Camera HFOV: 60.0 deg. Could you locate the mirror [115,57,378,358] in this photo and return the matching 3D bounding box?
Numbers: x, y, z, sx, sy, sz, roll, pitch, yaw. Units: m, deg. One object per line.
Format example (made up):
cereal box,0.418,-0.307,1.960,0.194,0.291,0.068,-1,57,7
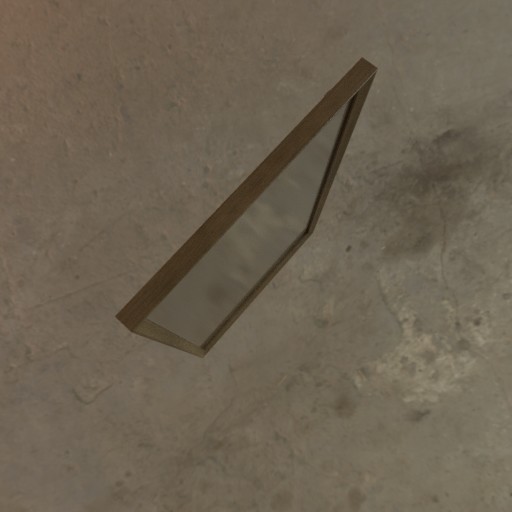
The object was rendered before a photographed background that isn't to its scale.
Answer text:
mirror,0.000,0.000,1.162,0.041,0.915,0.609,40,78,10
